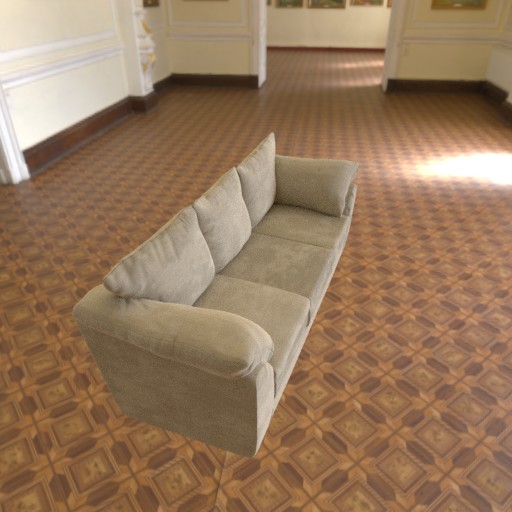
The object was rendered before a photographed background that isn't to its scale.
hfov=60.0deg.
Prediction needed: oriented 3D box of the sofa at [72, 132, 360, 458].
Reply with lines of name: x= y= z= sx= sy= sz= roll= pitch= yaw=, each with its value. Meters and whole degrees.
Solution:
sofa: x=0.000 y=0.000 z=2.820 sx=0.893 sy=0.981 sz=2.377 roll=11 pitch=33 yaw=18
